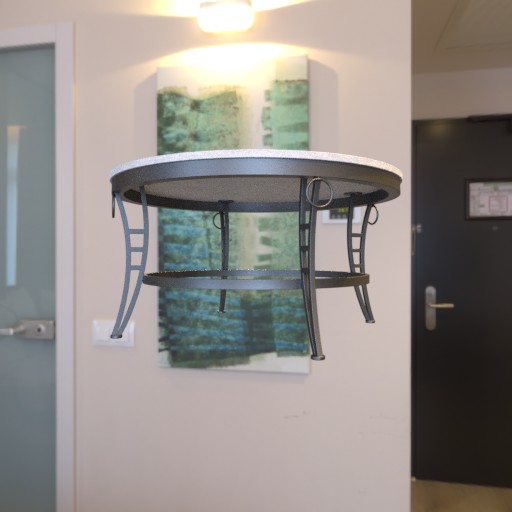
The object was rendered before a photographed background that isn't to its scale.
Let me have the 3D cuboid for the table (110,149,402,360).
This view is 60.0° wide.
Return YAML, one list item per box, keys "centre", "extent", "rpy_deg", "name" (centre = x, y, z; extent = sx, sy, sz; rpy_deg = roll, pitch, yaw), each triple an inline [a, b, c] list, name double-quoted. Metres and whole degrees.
- centre: [0.000, 0.000, 1.417]
  extent: [0.889, 0.470, 0.889]
  rpy_deg: [0, 0, 0]
  name: "table"
